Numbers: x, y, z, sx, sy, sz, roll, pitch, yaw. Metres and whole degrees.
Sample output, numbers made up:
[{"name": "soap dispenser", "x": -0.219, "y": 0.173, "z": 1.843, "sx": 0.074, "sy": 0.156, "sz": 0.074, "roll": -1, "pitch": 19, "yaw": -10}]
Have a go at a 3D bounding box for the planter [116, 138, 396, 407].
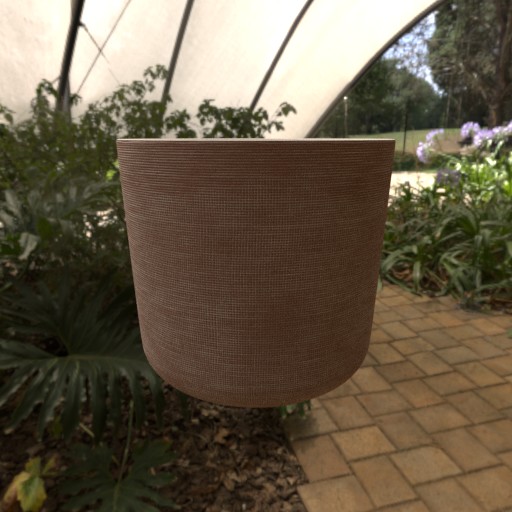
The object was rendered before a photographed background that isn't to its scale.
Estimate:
[{"name": "planter", "x": 0.000, "y": 0.000, "z": 0.780, "sx": 0.440, "sy": 0.398, "sz": 0.440, "roll": 0, "pitch": 15, "yaw": 0}]
